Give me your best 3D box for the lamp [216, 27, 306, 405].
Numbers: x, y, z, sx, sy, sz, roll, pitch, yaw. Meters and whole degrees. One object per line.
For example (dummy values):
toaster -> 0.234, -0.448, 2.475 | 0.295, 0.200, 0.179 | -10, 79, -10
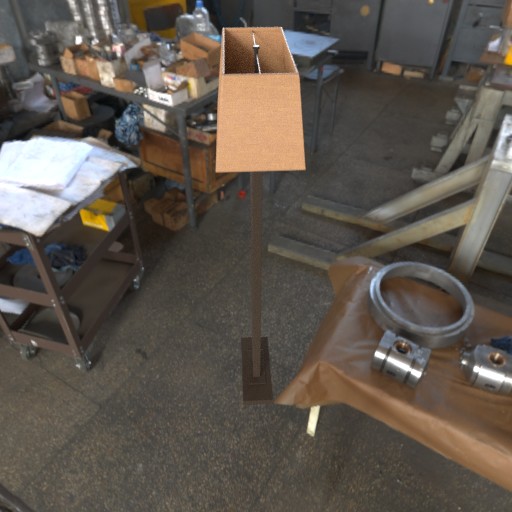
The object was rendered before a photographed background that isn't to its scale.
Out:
lamp -> 0.000, 0.000, 1.652 | 0.233, 1.469, 0.475 | -2, 41, -2
